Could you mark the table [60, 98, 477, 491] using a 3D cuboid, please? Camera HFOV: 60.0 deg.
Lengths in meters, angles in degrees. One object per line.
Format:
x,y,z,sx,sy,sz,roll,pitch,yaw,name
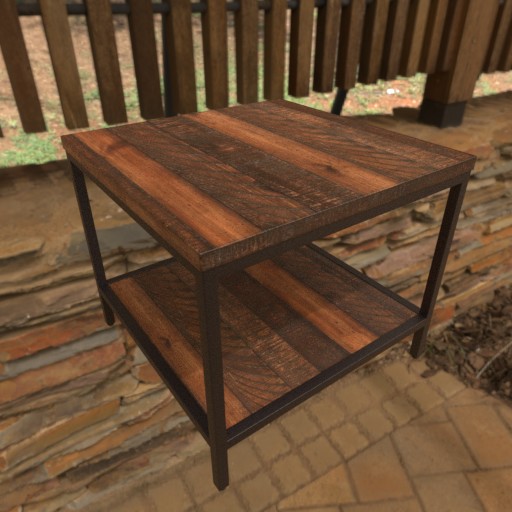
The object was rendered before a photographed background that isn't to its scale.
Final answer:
0.000,0.000,0.946,0.553,0.482,0.548,-21,38,-30,table
